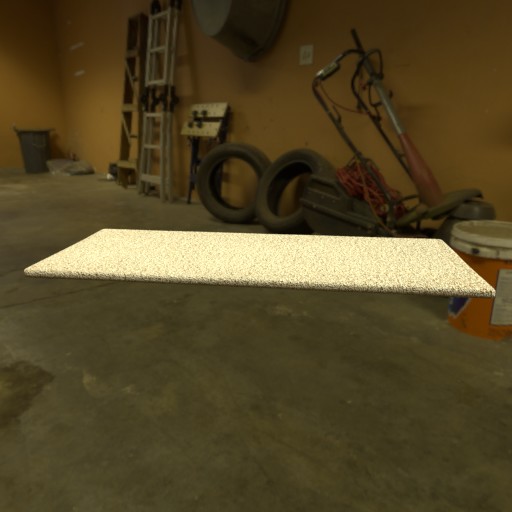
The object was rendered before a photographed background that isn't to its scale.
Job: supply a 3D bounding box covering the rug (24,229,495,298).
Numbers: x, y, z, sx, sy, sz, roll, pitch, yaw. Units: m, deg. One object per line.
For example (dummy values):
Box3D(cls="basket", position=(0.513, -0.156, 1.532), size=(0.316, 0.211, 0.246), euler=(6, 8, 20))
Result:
Box3D(cls="rug", position=(0.000, 0.000, 1.700), size=(1.524, 0.030, 0.609), euler=(2, 17, 7))
